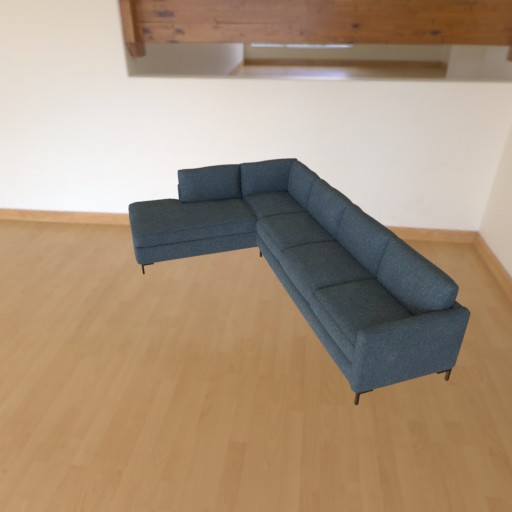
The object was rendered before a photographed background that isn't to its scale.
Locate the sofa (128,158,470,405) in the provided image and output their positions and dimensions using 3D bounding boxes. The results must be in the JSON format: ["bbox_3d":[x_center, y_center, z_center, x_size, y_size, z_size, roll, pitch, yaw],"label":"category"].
[{"bbox_3d":[0.000,0.000,3.882,2.007,0.815,2.949,-9,32,-15],"label":"sofa"}]
